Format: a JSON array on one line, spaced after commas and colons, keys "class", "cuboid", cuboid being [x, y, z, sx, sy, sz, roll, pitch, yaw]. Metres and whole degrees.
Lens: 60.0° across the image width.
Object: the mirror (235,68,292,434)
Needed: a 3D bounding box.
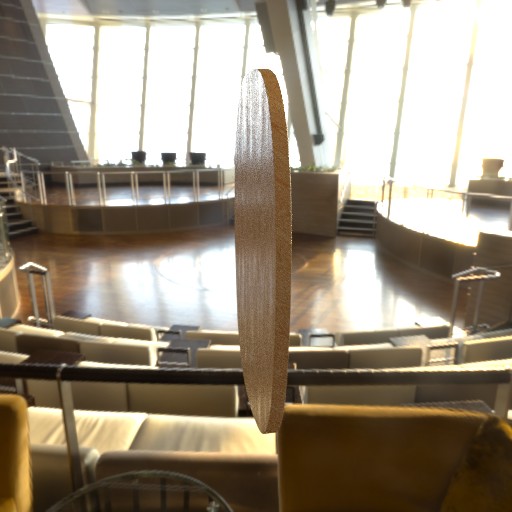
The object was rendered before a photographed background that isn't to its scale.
[{"class": "mirror", "cuboid": [0.000, 0.000, 1.377, 0.037, 1.075, 0.724, -3, 16, -10]}]
